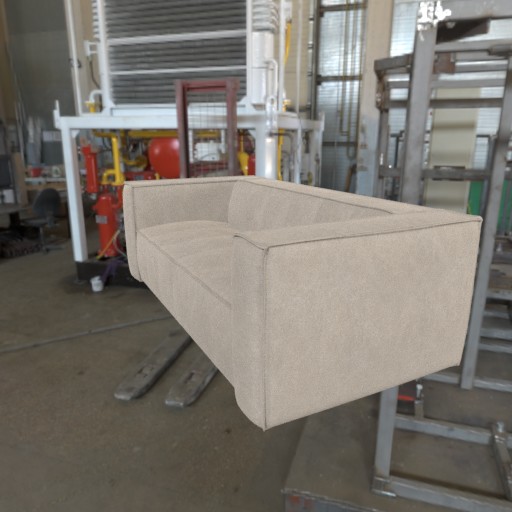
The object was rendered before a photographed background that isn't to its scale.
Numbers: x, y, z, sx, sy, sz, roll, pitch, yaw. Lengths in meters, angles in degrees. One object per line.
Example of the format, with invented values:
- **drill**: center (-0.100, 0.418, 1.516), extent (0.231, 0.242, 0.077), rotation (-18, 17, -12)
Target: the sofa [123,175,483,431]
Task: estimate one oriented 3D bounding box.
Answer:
- **sofa**: center (0.000, 0.000, 2.414), extent (1.038, 0.680, 1.995), rotation (-8, 17, -26)
